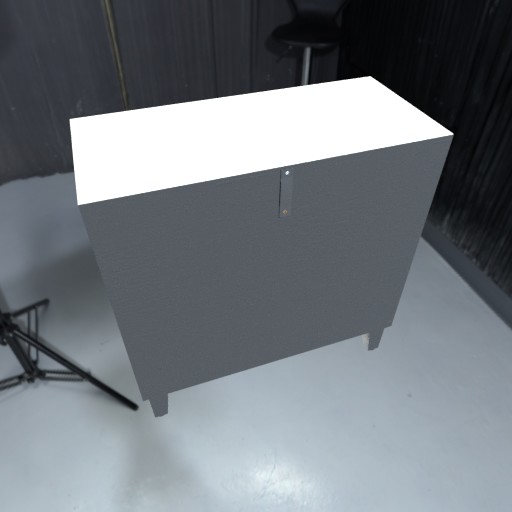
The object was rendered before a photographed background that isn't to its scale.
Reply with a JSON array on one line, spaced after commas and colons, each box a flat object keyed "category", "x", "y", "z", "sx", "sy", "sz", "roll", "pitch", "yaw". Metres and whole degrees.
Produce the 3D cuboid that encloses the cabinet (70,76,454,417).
[{"category": "cabinet", "x": 0.000, "y": 0.000, "z": 1.255, "sx": 0.781, "sy": 0.787, "sz": 0.370, "roll": -13, "pitch": 44, "yaw": -14}]
